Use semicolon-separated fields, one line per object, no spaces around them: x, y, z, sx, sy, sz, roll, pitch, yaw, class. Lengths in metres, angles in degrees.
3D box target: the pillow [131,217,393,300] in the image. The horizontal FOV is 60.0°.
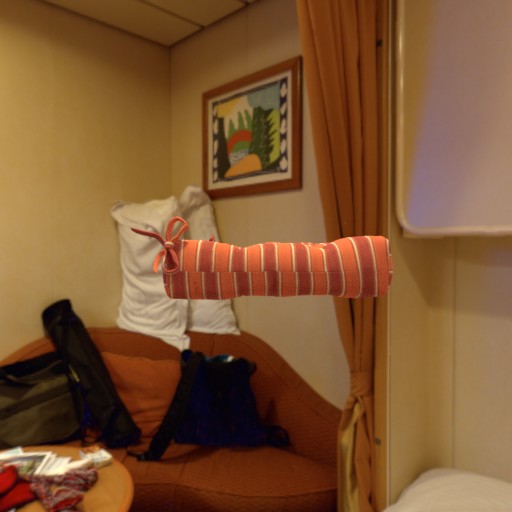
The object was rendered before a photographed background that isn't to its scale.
0.000;0.000;1.395;0.511;0.174;1.194;0;1;-1;pillow
